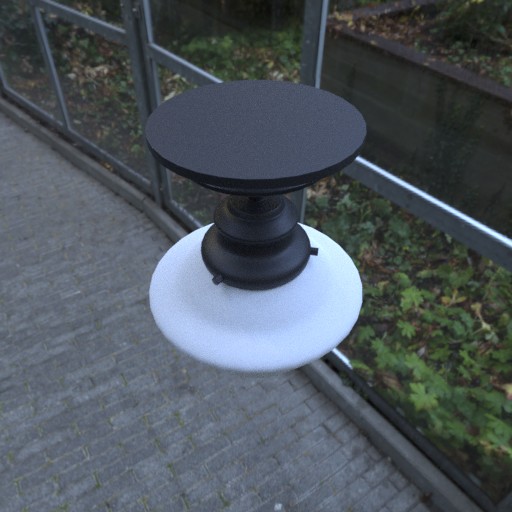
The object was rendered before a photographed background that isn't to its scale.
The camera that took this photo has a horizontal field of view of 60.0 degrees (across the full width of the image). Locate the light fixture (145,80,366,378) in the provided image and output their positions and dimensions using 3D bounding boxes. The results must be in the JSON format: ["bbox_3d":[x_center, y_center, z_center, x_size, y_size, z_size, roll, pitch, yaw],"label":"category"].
[{"bbox_3d":[0.000,0.000,0.393,0.197,0.254,0.197,0,42,0],"label":"light fixture"}]
